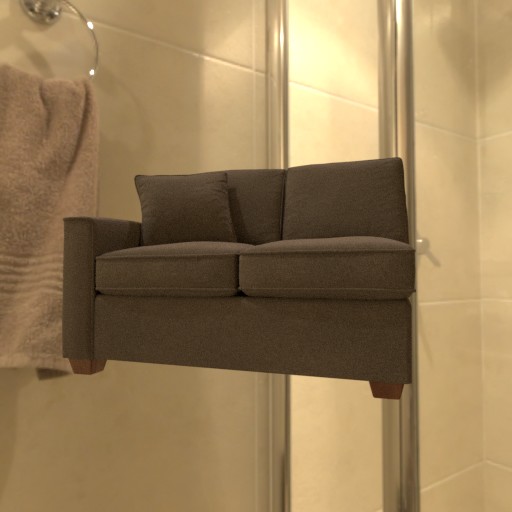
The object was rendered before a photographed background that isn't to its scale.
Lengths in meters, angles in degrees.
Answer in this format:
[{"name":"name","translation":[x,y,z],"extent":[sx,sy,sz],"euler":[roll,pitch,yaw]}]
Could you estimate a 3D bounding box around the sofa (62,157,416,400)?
[{"name":"sofa","translation":[0.000,0.000,2.062],"extent":[1.388,0.989,0.991],"euler":[-1,-2,17]}]
